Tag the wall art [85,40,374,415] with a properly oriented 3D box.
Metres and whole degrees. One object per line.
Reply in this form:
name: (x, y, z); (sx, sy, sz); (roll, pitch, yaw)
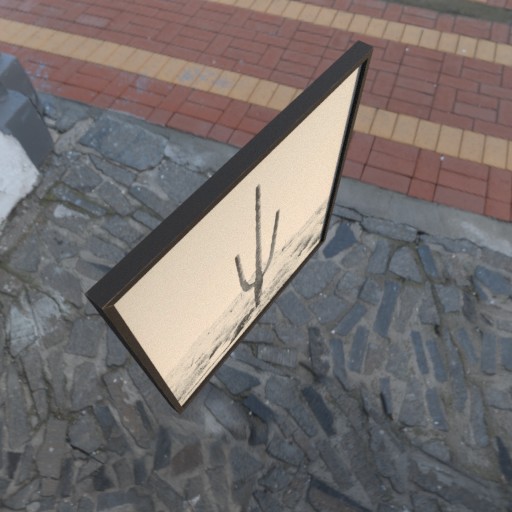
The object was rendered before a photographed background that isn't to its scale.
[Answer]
wall art: (0.000, 0.000, 1.118); (0.038, 0.762, 0.762); (34, 65, 18)
